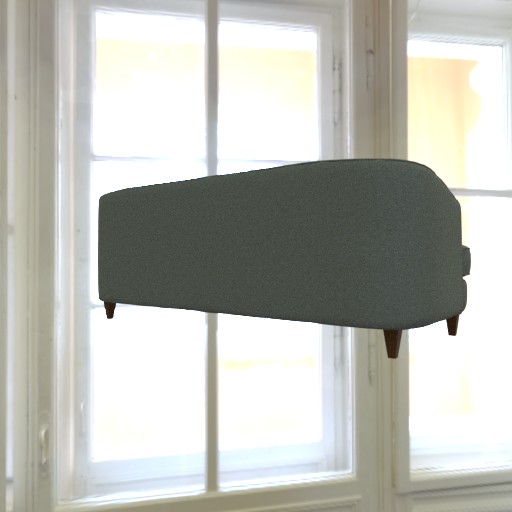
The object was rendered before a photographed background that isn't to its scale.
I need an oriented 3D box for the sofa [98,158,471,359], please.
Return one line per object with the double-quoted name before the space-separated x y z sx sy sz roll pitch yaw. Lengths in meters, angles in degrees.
"sofa" 0.000 0.000 2.722 2.278 0.855 0.941 0 0 36
